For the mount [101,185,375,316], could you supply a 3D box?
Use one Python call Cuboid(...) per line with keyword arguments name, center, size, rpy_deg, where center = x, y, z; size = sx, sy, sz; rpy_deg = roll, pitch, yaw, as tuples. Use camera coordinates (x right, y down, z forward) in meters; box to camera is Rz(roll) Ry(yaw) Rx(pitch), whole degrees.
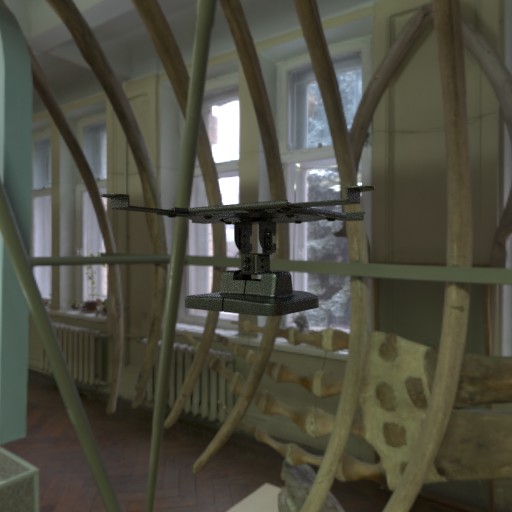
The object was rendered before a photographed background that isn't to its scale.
Cuboid(name="mount", center=(0.000, 0.000, 0.617), size=(0.394, 0.141, 0.394), rpy_deg=(0, 0, 36))
